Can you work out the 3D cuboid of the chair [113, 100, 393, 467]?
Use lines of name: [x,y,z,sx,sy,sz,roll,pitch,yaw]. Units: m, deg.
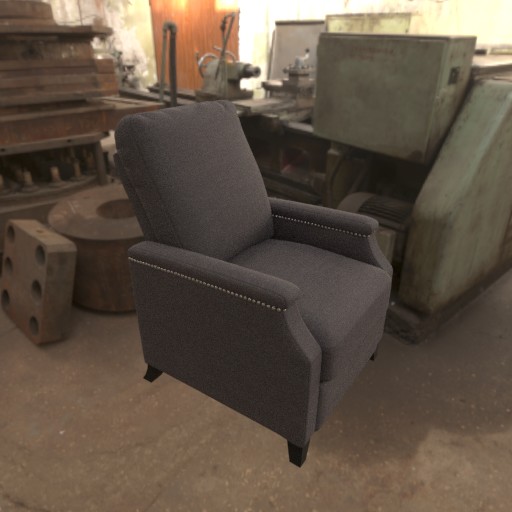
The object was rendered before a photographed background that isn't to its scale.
chair: [0.000,0.000,1.691,0.922,1.049,0.710,17,32,31]
